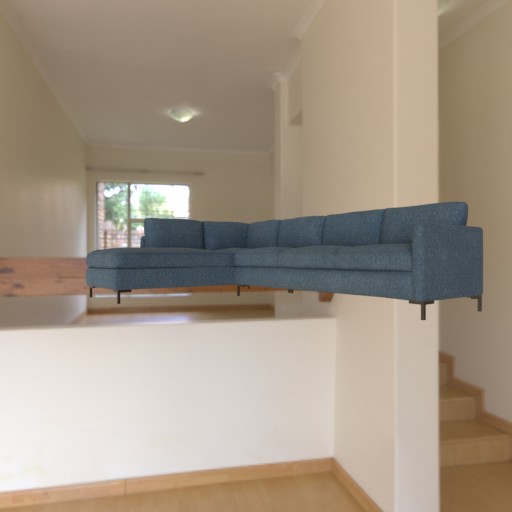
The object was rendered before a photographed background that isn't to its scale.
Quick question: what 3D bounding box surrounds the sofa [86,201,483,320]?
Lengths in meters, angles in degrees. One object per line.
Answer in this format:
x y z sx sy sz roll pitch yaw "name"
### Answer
0.000 0.000 3.791 2.007 0.815 2.949 0 0 -37 "sofa"
